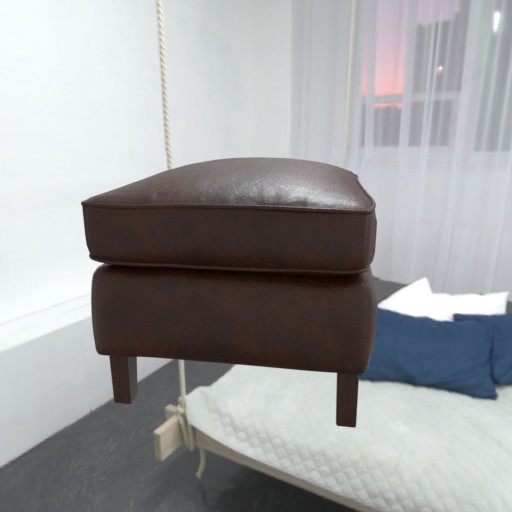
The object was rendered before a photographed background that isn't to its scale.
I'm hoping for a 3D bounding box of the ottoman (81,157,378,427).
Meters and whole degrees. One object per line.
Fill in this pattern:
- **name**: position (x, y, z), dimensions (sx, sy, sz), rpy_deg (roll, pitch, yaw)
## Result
- **ottoman**: position (0.000, 0.000, 1.006), dimensions (0.501, 0.432, 0.665), rpy_deg (3, 15, 9)
